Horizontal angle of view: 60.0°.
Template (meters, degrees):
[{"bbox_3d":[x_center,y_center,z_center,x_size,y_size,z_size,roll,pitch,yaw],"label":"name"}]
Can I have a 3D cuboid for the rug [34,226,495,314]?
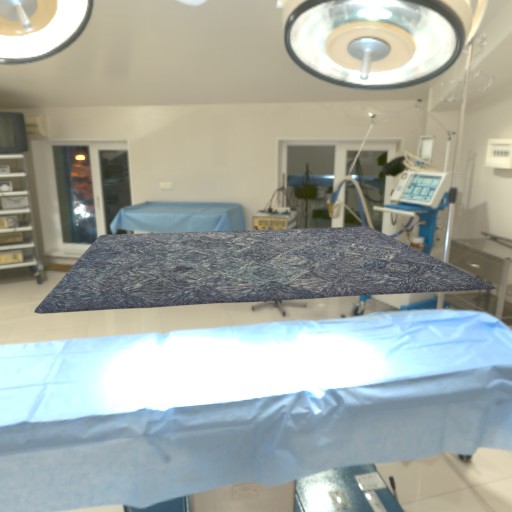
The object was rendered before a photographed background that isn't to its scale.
[{"bbox_3d":[0.000,0.000,4.165,3.245,0.024,2.385,-2,15,-9],"label":"rug"}]
